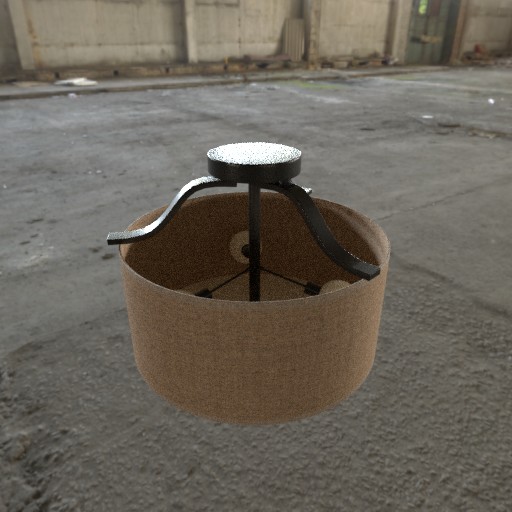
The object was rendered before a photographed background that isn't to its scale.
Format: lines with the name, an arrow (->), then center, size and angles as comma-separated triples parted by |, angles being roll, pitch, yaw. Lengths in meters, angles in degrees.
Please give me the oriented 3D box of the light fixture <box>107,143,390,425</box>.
light fixture -> 0.000, 0.000, 0.658 | 0.390, 0.306, 0.390 | 0, 26, 0
